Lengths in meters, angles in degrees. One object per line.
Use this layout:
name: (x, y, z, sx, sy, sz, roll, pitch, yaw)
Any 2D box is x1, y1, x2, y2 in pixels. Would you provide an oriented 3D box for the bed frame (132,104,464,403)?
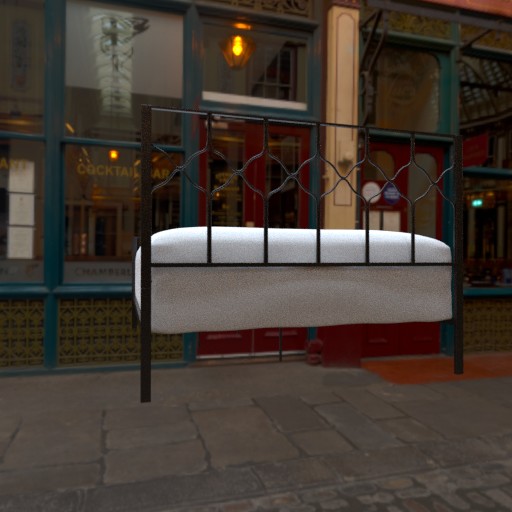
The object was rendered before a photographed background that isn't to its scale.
bed frame: (0.000, 0.000, 3.028, 1.597, 1.222, 2.063, 0, -1, -17)
